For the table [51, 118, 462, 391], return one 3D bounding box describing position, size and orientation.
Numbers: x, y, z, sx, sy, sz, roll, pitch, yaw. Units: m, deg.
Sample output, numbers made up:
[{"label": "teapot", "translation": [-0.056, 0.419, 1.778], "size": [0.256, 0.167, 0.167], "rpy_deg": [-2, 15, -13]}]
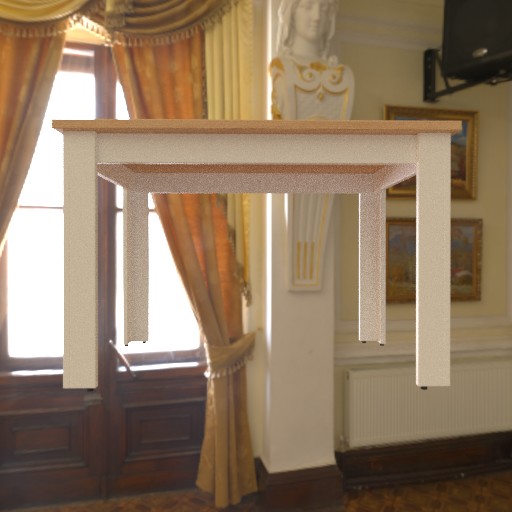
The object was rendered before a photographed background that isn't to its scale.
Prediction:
[{"label": "table", "translation": [0.000, 0.000, 1.538], "size": [1.100, 0.734, 0.700], "rpy_deg": [0, 0, -1]}]
